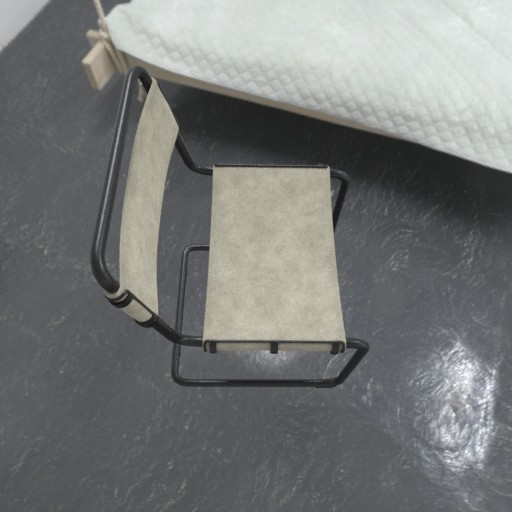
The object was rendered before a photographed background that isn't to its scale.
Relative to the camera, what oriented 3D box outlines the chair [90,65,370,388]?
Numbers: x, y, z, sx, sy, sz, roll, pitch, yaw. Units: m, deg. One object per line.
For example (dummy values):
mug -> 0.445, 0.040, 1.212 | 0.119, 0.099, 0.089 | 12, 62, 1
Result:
chair -> 0.000, 0.000, 1.069 | 0.497, 0.747, 0.499 | 0, 62, 0
